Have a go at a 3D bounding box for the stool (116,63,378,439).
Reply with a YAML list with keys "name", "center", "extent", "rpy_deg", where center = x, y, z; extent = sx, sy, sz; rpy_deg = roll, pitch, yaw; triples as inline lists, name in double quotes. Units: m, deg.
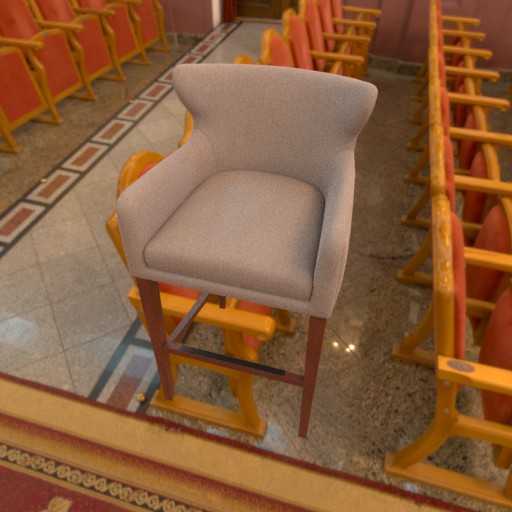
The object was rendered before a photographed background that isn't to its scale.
- name: "stool"
  center: [0.000, 0.000, 1.422]
  extent: [0.575, 1.047, 0.575]
  rpy_deg: [11, 42, 12]
